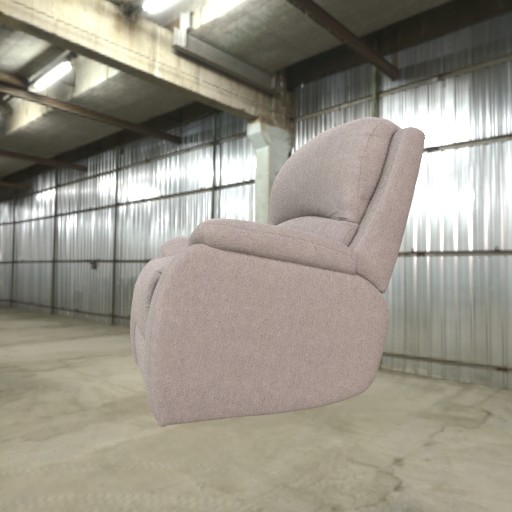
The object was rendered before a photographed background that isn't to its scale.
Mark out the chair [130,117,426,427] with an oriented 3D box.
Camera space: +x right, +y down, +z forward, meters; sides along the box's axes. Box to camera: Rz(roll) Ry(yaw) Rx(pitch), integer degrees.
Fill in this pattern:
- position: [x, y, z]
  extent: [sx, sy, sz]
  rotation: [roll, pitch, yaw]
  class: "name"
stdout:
- position: [0.000, 0.000, 1.699]
  extent: [0.899, 1.011, 0.930]
  rotation: [1, -2, -19]
  class: "chair"
